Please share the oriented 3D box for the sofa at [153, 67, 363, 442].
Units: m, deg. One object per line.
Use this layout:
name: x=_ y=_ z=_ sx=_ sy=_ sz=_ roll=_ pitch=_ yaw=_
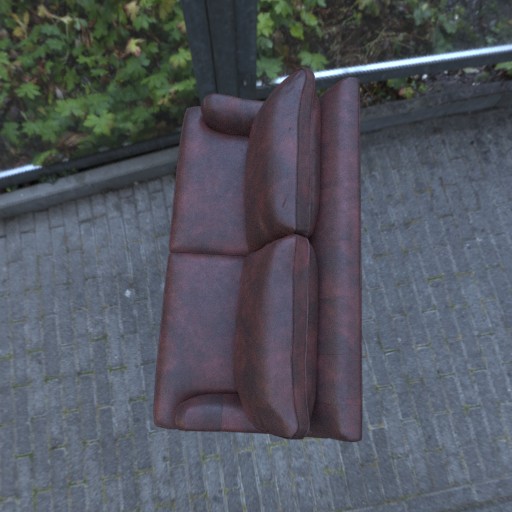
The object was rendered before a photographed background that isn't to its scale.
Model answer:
sofa: x=0.000 y=0.000 z=2.830 sx=1.147 sy=1.071 sz=2.144 roll=3 pitch=76 yaw=1
